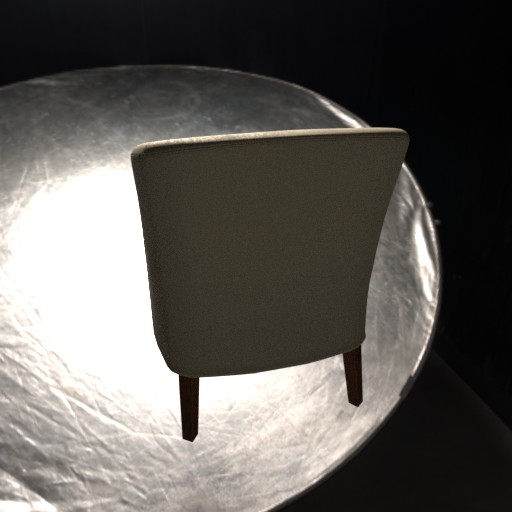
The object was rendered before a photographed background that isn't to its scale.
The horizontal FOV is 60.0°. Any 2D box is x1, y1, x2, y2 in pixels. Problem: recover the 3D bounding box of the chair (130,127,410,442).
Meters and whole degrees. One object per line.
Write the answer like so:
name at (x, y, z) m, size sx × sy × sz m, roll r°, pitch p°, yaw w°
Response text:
chair at (0.000, 0.000, 1.293) m, size 0.643 × 0.822 × 0.657 m, roll -7°, pitch 27°, yaw -13°
